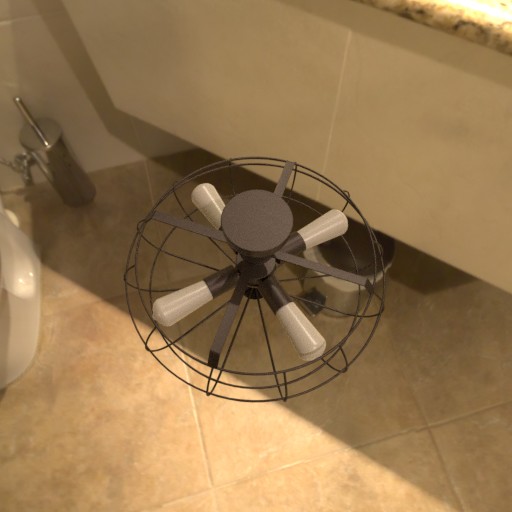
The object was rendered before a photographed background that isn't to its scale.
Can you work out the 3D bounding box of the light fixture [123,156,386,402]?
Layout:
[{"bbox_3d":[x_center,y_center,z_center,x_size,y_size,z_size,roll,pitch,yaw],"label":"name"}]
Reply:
[{"bbox_3d":[0.000,0.000,0.944,0.582,0.311,0.582,0,65,0],"label":"light fixture"}]
